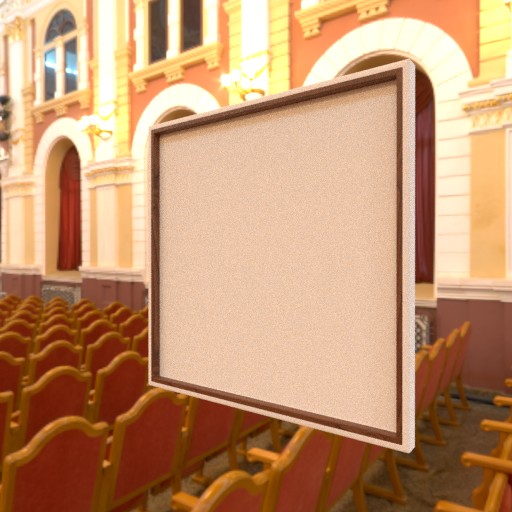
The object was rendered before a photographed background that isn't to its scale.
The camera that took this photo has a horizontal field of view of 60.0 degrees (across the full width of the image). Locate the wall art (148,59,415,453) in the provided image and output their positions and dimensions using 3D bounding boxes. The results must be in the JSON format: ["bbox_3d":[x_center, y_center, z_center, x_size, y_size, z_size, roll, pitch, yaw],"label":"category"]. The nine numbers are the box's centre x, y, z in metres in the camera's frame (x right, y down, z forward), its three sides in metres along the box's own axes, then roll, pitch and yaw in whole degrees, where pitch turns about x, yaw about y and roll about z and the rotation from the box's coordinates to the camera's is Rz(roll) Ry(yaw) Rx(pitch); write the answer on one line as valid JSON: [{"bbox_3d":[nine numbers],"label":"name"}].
[{"bbox_3d":[0.000,0.000,1.087,0.757,0.757,0.037,0,0,36],"label":"wall art"}]
